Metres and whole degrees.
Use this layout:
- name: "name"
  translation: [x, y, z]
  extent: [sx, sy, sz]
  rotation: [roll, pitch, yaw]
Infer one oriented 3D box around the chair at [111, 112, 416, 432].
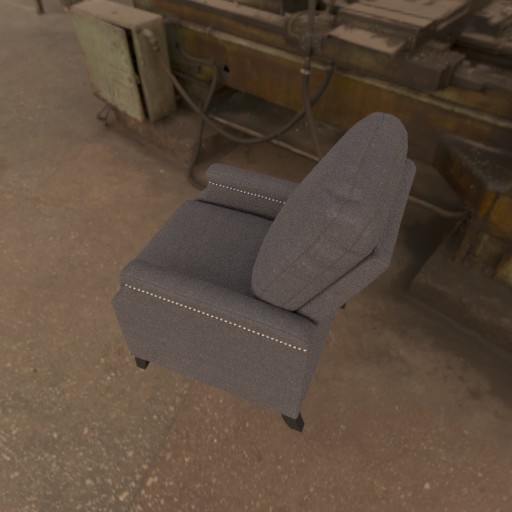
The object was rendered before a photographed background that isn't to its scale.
- name: "chair"
  translation: [0.000, 0.000, 1.653]
  extent: [0.922, 1.049, 0.710]
  rotation: [17, 48, 16]
